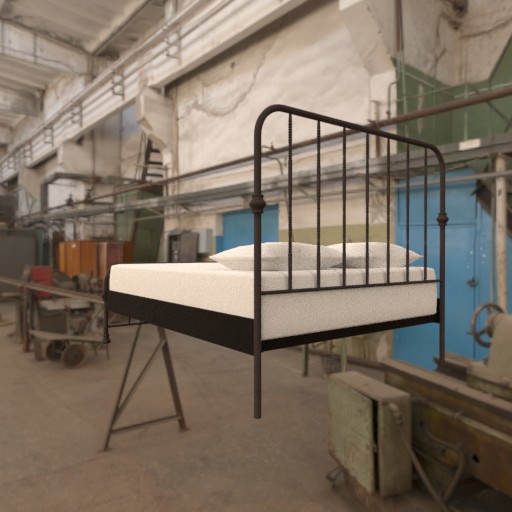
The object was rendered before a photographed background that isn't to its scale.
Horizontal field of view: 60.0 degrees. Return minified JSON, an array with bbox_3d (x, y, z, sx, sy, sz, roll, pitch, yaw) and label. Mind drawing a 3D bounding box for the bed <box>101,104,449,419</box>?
[{"bbox_3d":[0.000,0.000,3.290,1.616,1.446,2.134,0,1,-37],"label":"bed"}]
